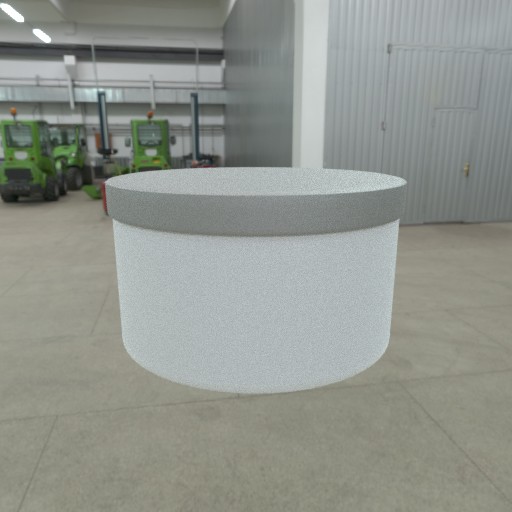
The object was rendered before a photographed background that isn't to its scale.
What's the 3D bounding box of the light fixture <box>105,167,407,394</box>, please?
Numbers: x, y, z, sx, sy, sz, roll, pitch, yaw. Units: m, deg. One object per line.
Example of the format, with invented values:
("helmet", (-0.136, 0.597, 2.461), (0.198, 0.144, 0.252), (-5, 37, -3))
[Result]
("light fixture", (0.000, 0.000, 0.635), (0.393, 0.229, 0.393), (0, 15, 0))
